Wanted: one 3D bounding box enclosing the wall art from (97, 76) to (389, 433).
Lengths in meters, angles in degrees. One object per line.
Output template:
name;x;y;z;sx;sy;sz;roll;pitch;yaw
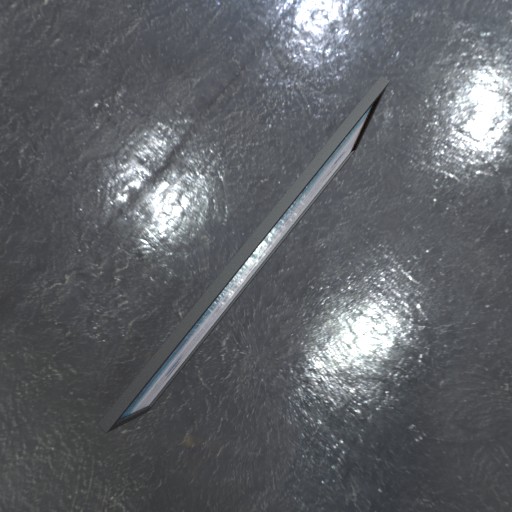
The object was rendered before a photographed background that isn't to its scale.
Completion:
wall art;0.000;0.000;1.793;0.041;0.554;1.572;37;80;8
